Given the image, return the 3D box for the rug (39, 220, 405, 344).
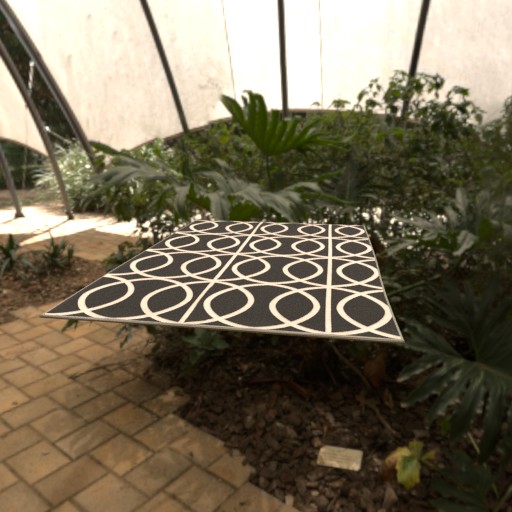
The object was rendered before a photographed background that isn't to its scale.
[{"bbox_3d":[0.000,0.000,2.876,1.528,0.014,2.294,2,15,9],"label":"rug"}]
